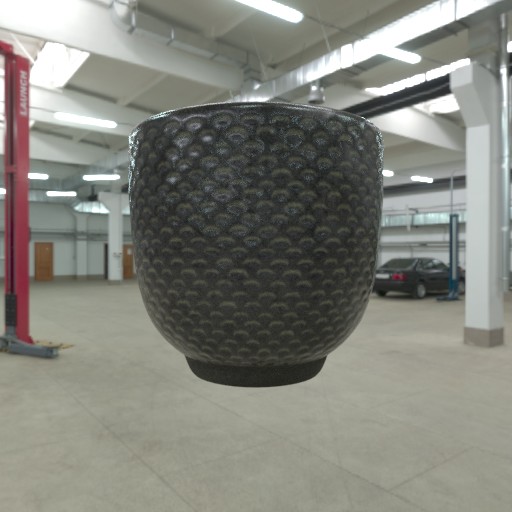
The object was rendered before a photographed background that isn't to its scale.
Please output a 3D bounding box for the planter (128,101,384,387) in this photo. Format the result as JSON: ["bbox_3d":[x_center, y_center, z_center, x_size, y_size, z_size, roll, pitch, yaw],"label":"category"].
[{"bbox_3d":[0.000,0.000,0.311,0.172,0.160,0.172,0,0,0],"label":"planter"}]
